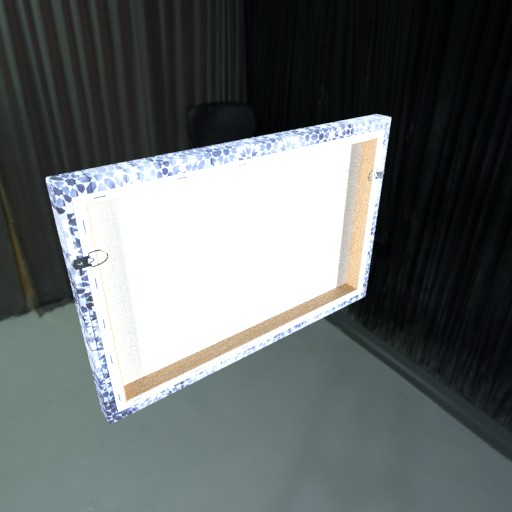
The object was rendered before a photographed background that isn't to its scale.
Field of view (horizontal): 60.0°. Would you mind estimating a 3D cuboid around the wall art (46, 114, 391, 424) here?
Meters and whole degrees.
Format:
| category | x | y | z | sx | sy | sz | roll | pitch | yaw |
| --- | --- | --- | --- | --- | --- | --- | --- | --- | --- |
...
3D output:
| category | x | y | z | sx | sy | sz | roll | pitch | yaw |
| --- | --- | --- | --- | --- | --- | --- | --- | --- | --- |
| wall art | 0.000 | 0.000 | 1.169 | 0.911 | 0.608 | 0.057 | -20 | 35 | -31 |
